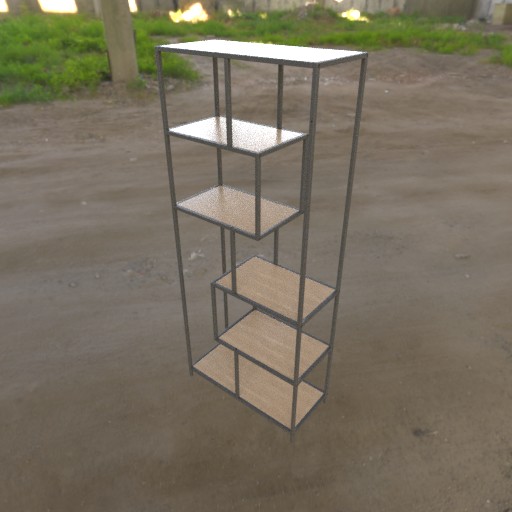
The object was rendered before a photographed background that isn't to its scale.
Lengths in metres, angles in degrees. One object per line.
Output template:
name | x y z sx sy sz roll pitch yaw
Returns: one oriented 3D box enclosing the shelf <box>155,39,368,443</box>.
shelf | 0.000 0.000 2.175 0.770 1.850 0.350 22 38 32
